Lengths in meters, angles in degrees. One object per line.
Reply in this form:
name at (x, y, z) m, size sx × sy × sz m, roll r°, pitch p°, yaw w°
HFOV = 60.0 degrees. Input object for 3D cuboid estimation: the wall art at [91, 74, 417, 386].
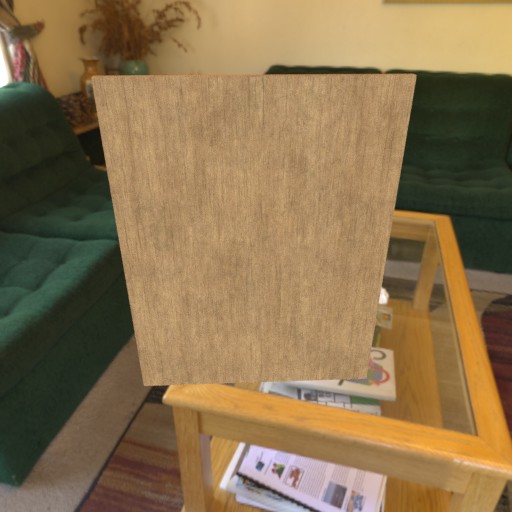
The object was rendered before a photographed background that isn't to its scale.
wall art at (0.000, 0.000, 0.902) m, size 0.534 × 0.686 × 0.018 m, roll -1°, pitch 29°, yaw -2°
